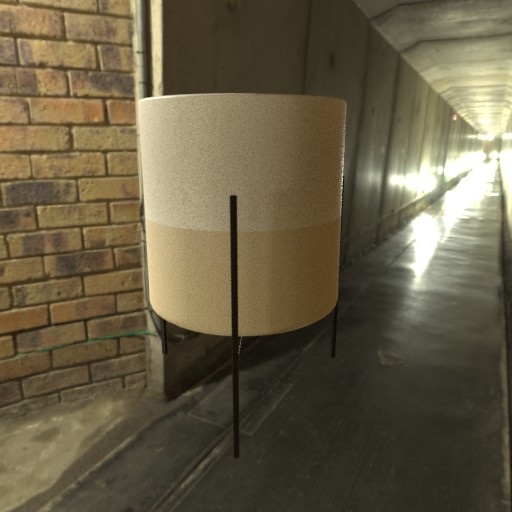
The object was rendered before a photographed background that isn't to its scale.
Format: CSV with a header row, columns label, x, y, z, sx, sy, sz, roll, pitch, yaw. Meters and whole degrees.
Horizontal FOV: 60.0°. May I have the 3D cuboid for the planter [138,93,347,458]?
label,x,y,z,sx,sy,sz,roll,pitch,yaw
planter,0.000,0.000,0.547,0.263,0.362,0.267,-3,15,-9
